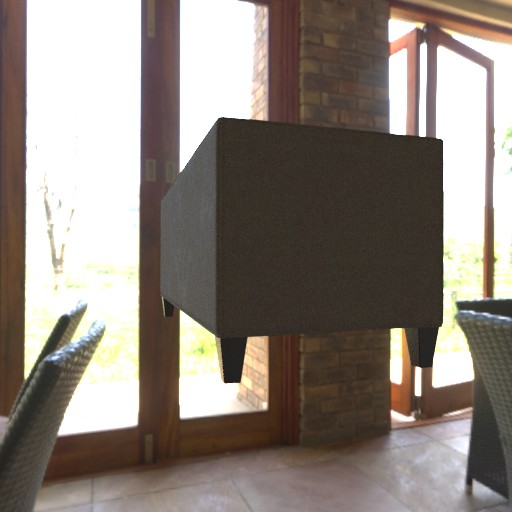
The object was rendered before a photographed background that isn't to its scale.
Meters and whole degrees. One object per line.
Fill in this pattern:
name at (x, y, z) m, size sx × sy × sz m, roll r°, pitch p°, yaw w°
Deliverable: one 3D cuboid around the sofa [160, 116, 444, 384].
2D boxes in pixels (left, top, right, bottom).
sofa at (0.000, 0.000, 2.194) m, size 0.775 × 0.762 × 1.778 m, roll 0°, pitch -1°, yaw -17°
